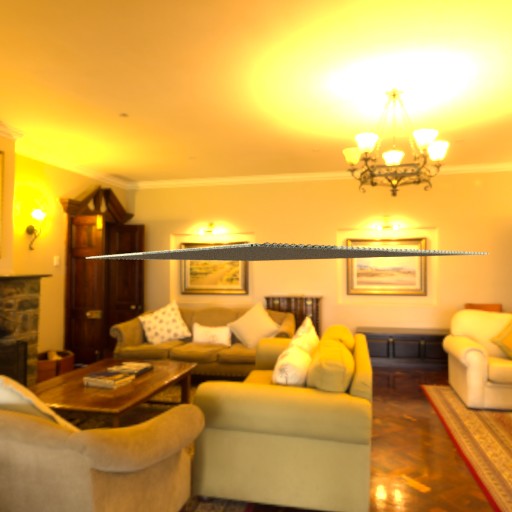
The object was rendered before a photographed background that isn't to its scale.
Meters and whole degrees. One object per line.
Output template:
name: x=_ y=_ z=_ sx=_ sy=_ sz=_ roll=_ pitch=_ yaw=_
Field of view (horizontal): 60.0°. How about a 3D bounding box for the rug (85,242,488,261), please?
rug: x=0.000 y=0.000 z=2.986 sx=1.600 sy=0.013 sz=2.312 roll=1 pitch=-2 yaw=-36
